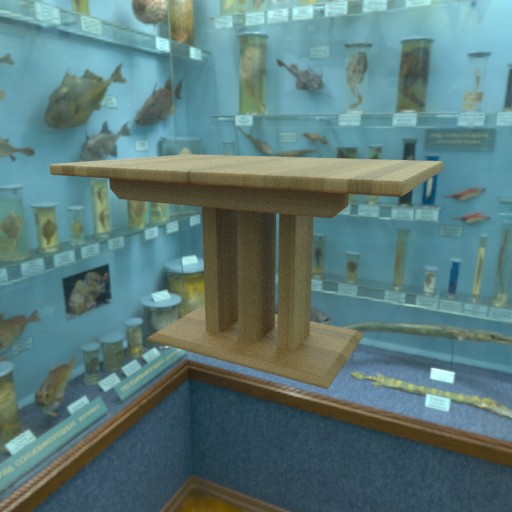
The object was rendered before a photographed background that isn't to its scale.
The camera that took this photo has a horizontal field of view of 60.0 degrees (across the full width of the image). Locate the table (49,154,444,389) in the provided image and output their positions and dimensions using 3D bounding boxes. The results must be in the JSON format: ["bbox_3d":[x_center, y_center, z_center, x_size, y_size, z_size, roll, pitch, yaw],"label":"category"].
[{"bbox_3d":[0.000,0.000,1.864,1.300,0.770,0.900,8,18,27],"label":"table"}]
